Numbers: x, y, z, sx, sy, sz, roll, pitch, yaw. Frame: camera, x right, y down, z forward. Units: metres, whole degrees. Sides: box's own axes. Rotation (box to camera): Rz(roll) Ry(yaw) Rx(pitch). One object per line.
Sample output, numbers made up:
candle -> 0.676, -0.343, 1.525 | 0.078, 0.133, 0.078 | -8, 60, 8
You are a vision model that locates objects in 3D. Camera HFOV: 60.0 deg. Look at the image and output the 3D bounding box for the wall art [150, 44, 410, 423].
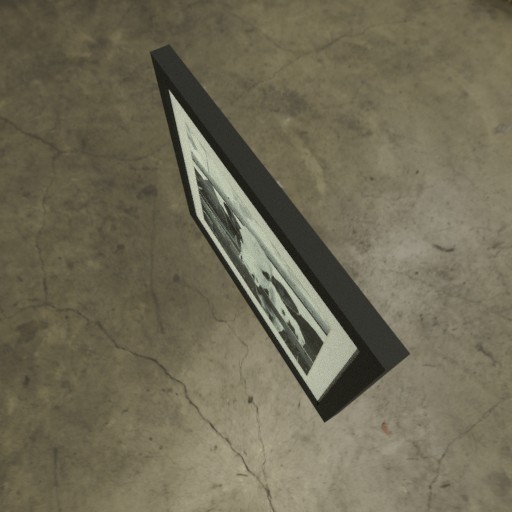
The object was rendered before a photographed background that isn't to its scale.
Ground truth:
wall art -> 0.000, 0.000, 0.554 | 0.024, 0.329, 0.404 | -29, 67, -14
